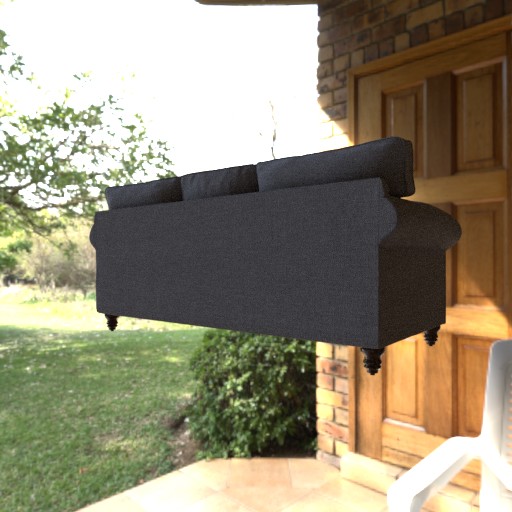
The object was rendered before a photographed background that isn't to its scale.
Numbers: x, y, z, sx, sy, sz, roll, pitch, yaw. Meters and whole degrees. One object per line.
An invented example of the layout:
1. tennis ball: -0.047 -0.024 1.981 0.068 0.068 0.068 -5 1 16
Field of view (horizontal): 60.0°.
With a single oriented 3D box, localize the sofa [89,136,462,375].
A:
1. sofa: 0.000 0.000 2.610 2.084 0.961 0.916 0 -1 38
